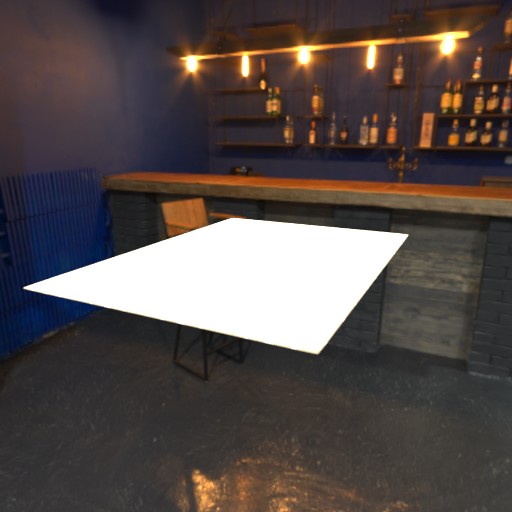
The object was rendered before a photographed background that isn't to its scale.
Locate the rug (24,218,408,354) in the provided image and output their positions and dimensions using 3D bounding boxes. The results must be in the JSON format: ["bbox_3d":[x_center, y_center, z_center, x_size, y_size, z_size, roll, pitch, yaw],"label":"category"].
[{"bbox_3d":[0.000,0.000,4.408,2.438,0.010,3.353,8,17,25],"label":"rug"}]
